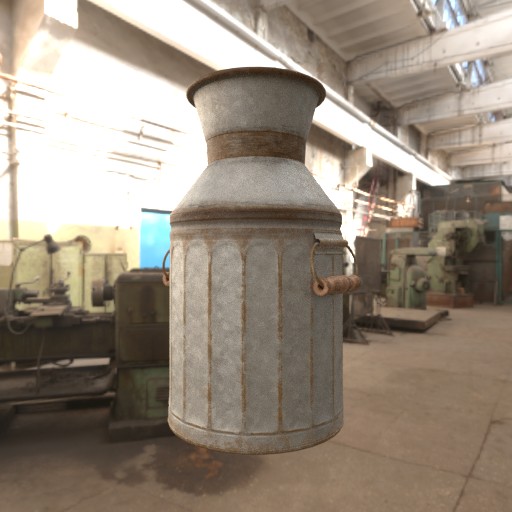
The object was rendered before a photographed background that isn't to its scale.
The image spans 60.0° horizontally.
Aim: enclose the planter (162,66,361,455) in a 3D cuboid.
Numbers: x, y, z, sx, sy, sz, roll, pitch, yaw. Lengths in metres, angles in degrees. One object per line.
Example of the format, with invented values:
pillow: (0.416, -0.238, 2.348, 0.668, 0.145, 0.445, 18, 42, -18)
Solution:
planter: (0.000, 0.000, 0.545, 0.245, 0.396, 0.214, 0, 0, 37)
